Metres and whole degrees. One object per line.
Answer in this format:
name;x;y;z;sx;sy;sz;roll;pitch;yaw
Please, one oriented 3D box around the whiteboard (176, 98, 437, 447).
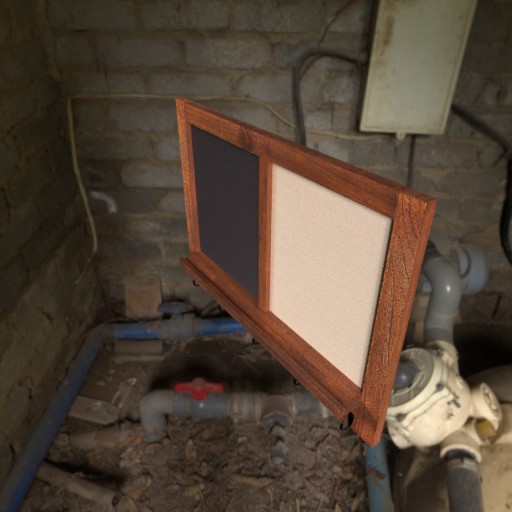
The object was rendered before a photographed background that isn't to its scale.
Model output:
whiteboard;0.000;0.000;1.019;0.083;0.553;0.768;-21;38;-29
